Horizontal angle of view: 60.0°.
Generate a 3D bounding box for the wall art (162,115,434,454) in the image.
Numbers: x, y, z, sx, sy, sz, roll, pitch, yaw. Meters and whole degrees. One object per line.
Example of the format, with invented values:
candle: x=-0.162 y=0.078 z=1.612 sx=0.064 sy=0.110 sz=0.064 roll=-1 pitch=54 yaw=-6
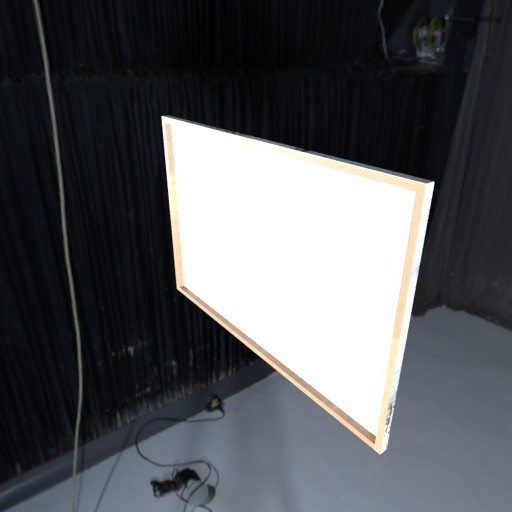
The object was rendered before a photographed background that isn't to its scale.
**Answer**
wall art: x=0.000 y=0.000 z=1.166 sx=0.023 sy=0.607 sz=0.914 roll=-19 pitch=31 yaw=-33
